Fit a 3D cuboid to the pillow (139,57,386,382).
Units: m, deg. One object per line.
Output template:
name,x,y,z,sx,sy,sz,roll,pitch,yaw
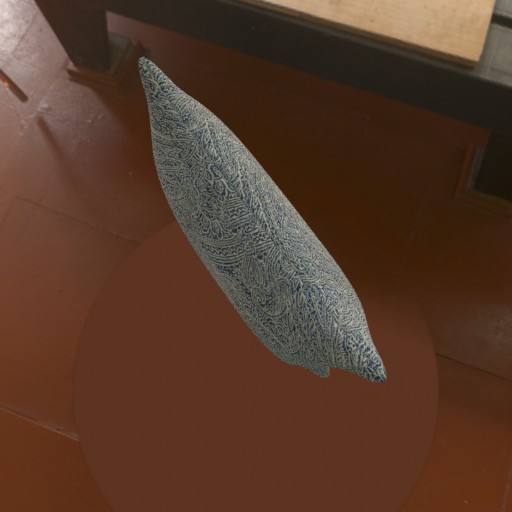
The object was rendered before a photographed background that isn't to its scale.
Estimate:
pillow,0.000,0.000,0.787,0.166,0.510,0.523,-35,78,-8
